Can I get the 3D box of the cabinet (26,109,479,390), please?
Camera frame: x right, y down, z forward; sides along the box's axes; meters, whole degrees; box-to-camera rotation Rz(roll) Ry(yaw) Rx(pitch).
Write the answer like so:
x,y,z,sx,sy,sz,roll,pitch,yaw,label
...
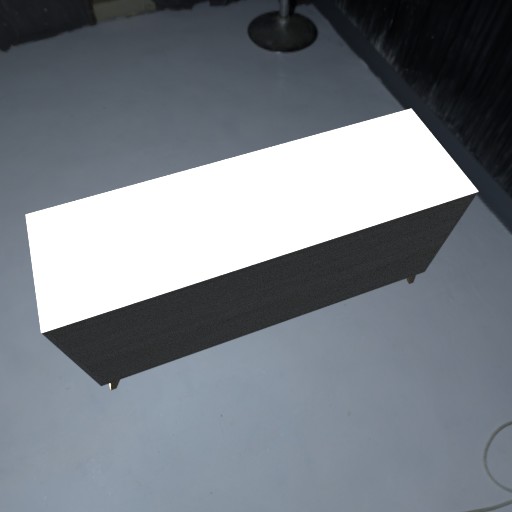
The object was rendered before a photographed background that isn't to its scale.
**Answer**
x,y,z,sx,sy,sz,roll,pitch,yaw,label
0.000,0.000,2.017,1.649,0.780,0.500,-18,61,-10,cabinet
